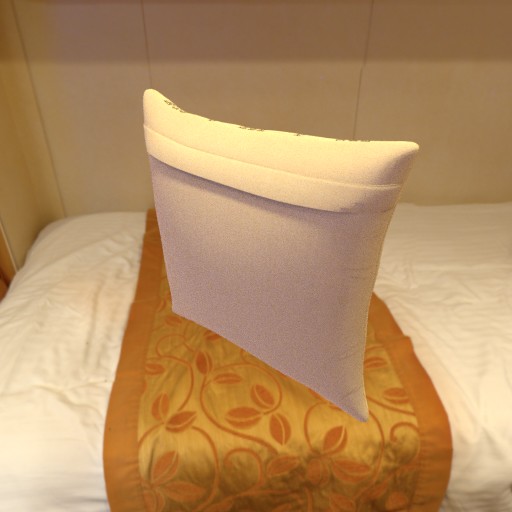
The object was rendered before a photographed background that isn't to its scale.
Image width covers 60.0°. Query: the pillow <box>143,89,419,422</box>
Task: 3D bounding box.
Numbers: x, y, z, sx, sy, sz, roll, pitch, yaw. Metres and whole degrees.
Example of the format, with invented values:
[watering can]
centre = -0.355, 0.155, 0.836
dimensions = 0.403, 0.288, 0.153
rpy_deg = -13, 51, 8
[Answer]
[pillow]
centre = 0.000, 0.000, 0.632
dimensions = 0.405, 0.406, 0.173
rpy_deg = 23, 39, 32
